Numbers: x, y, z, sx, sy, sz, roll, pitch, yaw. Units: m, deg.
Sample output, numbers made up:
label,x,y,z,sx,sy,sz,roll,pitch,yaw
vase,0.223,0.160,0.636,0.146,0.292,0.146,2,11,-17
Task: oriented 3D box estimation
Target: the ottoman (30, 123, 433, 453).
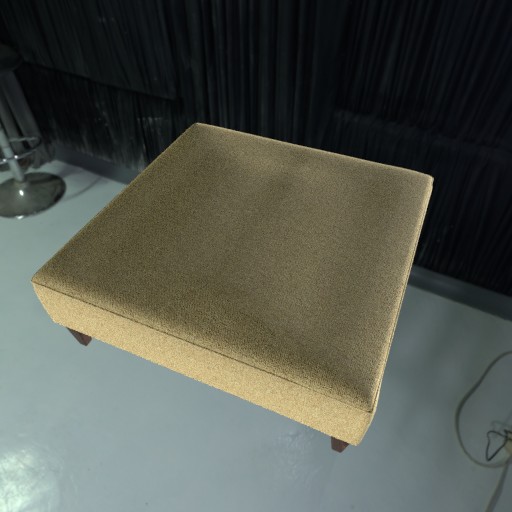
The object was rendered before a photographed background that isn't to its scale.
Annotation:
label,x,y,z,sx,sy,sz,roll,pitch,yaw
ottoman,0.000,0.000,1.514,0.981,0.378,0.970,17,48,16
